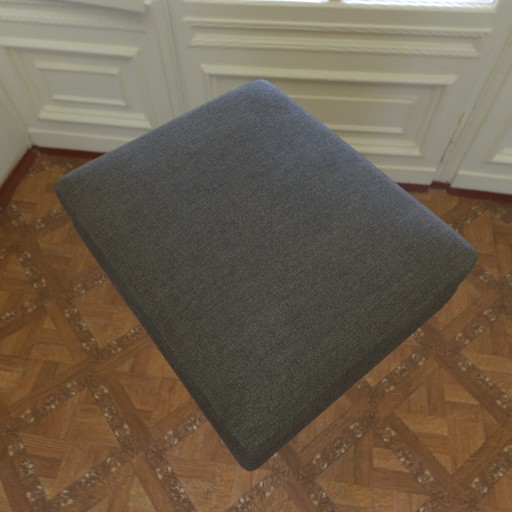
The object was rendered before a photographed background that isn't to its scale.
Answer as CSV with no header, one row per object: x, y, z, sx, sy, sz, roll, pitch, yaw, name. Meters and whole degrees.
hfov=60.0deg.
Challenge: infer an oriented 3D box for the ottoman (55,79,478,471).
0.000,0.000,1.206,0.693,0.474,0.821,-34,64,-19,ottoman
